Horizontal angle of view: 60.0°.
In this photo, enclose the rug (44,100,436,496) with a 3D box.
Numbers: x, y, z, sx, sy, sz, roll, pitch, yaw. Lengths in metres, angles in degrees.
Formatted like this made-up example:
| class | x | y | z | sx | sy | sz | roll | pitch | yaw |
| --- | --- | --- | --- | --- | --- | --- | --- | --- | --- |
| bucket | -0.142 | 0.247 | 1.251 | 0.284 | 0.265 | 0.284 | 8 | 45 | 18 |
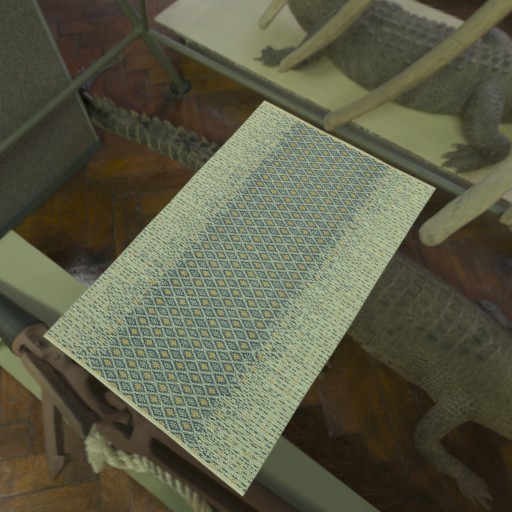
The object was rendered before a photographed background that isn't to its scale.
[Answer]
| class | x | y | z | sx | sy | sz | roll | pitch | yaw |
| --- | --- | --- | --- | --- | --- | --- | --- | --- | --- |
| rug | 0.000 | 0.000 | 3.028 | 1.541 | 0.008 | 2.448 | 32 | 68 | 15 |
